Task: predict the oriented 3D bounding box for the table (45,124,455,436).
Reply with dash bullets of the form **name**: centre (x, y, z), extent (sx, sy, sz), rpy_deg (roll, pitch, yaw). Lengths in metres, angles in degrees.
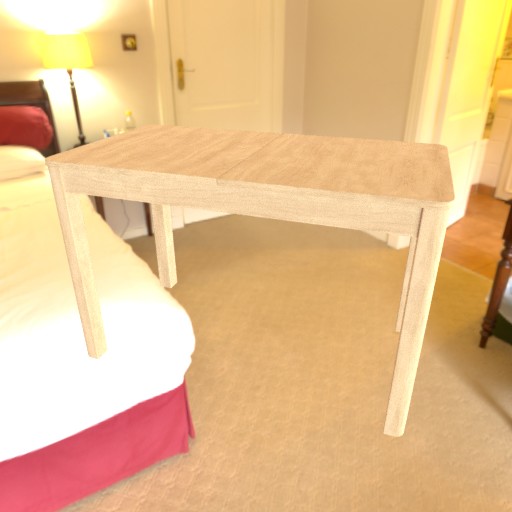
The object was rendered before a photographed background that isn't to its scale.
- **table**: centre (0.000, 0.000, 1.912), extent (1.400, 0.900, 0.750), rpy_deg (9, 28, 17)
